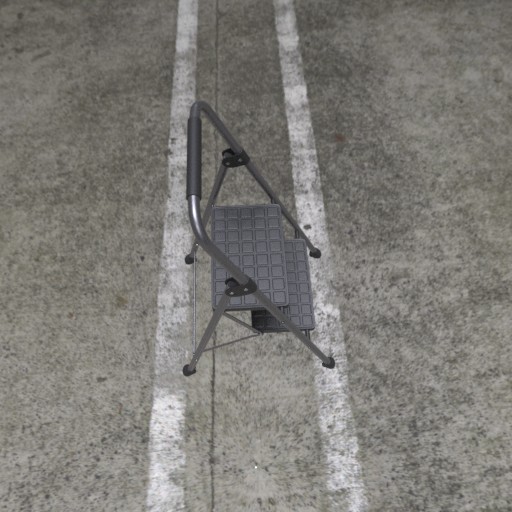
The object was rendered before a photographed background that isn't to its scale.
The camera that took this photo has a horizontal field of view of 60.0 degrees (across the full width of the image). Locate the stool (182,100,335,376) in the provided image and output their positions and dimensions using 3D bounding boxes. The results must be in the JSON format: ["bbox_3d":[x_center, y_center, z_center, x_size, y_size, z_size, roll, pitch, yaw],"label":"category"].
[{"bbox_3d":[0.000,0.000,1.184,0.514,0.872,0.450,-3,65,-1],"label":"stool"}]
